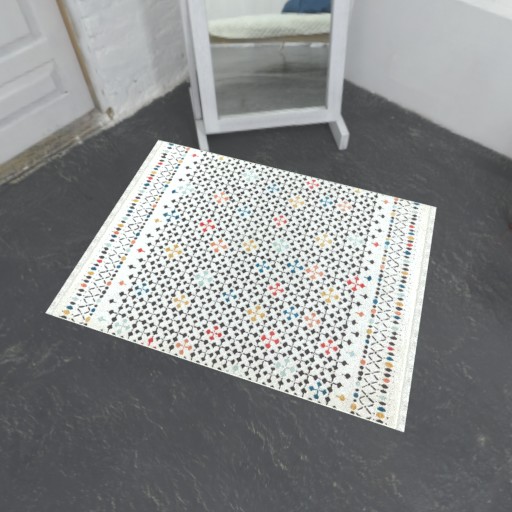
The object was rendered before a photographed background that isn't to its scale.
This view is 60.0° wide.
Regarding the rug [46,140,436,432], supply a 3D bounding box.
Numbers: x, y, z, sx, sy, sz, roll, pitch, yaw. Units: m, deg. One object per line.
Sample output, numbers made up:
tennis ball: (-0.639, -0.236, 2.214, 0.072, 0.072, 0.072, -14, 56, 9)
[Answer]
rug: (0.000, 0.000, 4.310, 3.196, 0.007, 2.354, 16, 58, 10)
